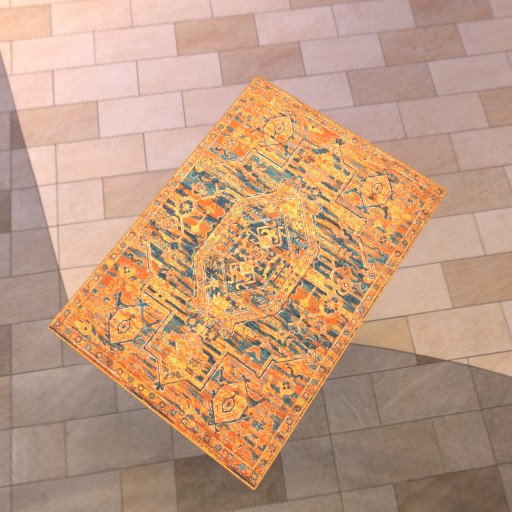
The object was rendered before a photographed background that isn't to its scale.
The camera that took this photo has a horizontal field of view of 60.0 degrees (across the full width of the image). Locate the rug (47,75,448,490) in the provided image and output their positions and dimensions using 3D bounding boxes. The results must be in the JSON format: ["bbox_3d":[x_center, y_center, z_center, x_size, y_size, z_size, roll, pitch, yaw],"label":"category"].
[{"bbox_3d":[0.000,0.000,3.709,2.043,0.019,2.916,34,77,9],"label":"rug"}]
